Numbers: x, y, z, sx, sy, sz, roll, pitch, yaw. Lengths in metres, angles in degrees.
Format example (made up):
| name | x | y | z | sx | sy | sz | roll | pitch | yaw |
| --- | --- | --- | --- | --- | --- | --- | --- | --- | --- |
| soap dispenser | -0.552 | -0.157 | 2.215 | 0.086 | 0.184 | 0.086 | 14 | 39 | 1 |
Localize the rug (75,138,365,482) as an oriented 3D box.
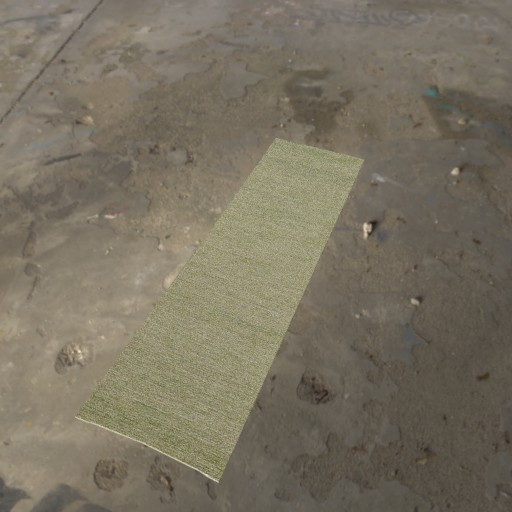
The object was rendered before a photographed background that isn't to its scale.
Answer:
| name | x | y | z | sx | sy | sz | roll | pitch | yaw |
| --- | --- | --- | --- | --- | --- | --- | --- | --- | --- |
| rug | 0.000 | 0.000 | 2.537 | 0.686 | 0.013 | 2.340 | 18 | 50 | 16 |
